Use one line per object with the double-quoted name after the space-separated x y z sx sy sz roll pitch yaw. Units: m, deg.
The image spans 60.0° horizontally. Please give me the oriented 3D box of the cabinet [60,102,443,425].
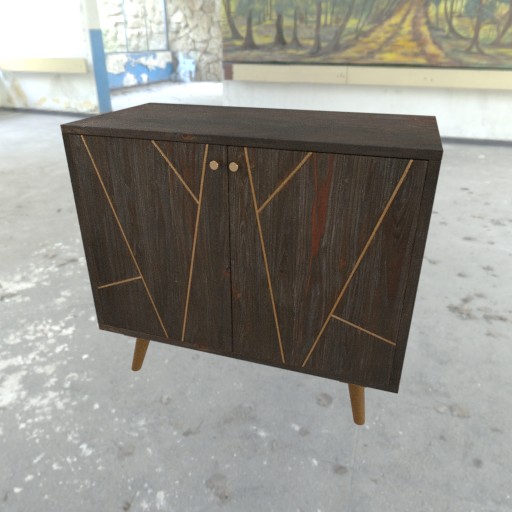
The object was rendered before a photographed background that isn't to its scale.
0.000 0.000 1.517 1.023 0.897 0.529 8 28 16 "cabinet"
